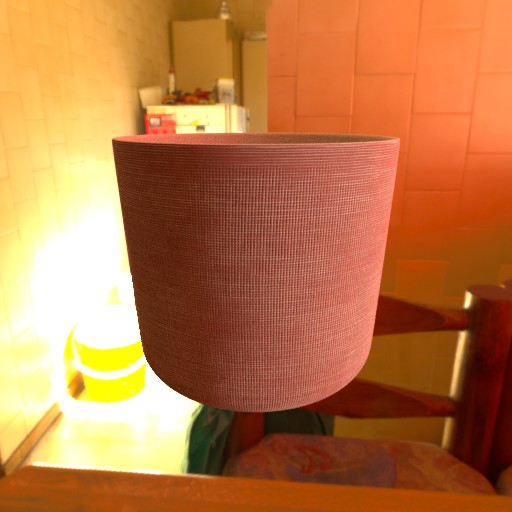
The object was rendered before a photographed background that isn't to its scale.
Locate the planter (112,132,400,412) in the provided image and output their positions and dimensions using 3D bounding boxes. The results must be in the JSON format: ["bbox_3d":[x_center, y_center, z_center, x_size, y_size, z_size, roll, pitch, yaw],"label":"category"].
[{"bbox_3d":[0.000,0.000,0.766,0.440,0.398,0.440,0,17,0],"label":"planter"}]
